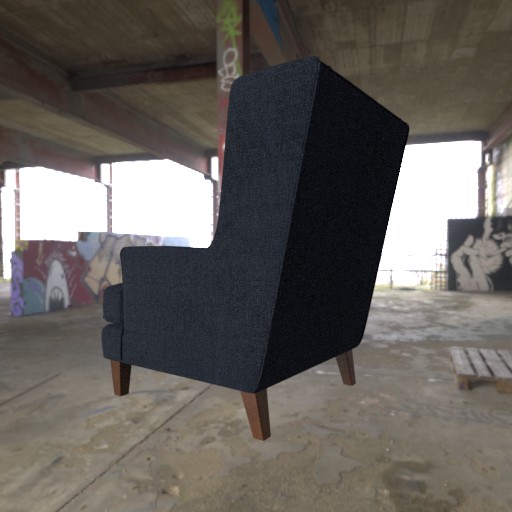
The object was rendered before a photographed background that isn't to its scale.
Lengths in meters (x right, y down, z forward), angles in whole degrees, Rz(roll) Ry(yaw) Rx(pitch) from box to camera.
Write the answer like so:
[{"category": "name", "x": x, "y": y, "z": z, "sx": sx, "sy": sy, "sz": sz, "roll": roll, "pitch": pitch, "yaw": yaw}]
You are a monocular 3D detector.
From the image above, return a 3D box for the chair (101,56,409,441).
[{"category": "chair", "x": 0.000, "y": 0.000, "z": 1.722, "sx": 0.947, "sy": 1.072, "sz": 0.764, "roll": 1, "pitch": 1, "yaw": 36}]
